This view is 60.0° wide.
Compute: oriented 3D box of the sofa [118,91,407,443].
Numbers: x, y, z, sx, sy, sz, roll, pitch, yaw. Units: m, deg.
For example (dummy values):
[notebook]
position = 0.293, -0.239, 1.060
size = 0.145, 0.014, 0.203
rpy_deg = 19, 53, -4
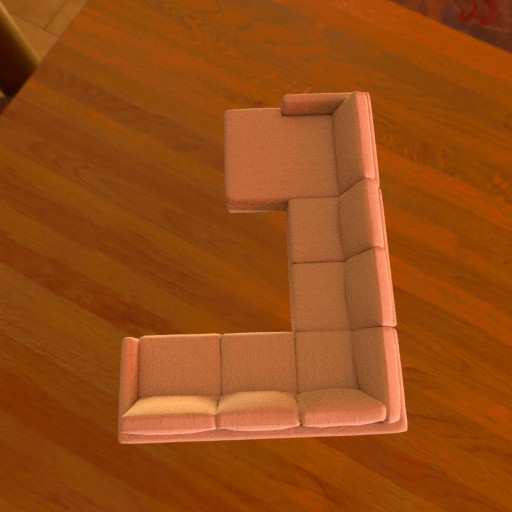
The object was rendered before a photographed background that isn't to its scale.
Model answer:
[sofa]
position = 0.000, 0.000, 4.564
size = 2.594, 0.961, 3.460
rpy_deg = -2, 76, -1
